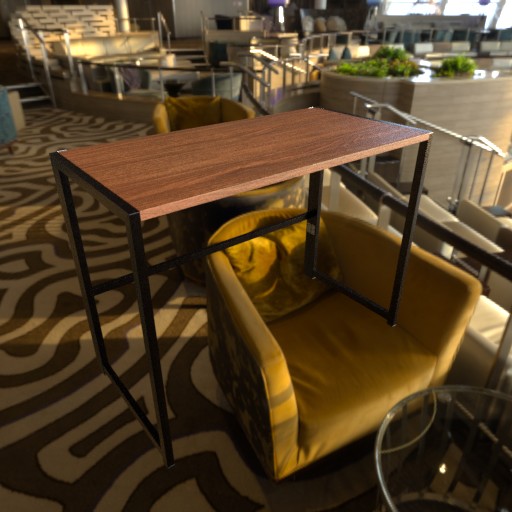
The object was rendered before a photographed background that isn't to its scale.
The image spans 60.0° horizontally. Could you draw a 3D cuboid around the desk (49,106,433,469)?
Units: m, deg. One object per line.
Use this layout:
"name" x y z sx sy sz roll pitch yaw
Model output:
"desk" 0.000 0.000 1.471 1.016 0.762 0.508 -21 36 -33
